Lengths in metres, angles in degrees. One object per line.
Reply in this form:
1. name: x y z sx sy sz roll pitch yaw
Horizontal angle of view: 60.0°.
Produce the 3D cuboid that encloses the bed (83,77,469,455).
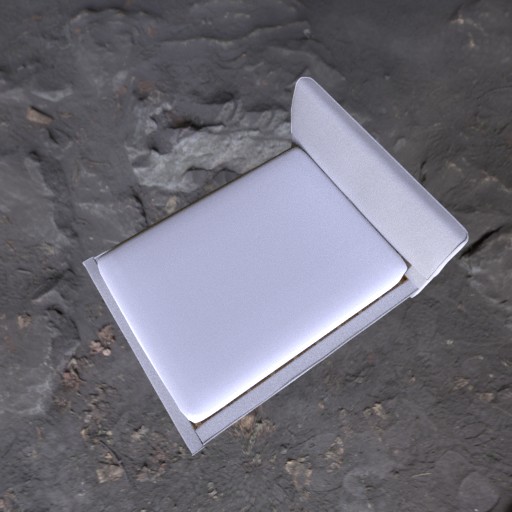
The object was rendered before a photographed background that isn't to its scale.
1. bed: 0.000 0.000 3.487 2.368 1.067 1.840 -32 68 -14
